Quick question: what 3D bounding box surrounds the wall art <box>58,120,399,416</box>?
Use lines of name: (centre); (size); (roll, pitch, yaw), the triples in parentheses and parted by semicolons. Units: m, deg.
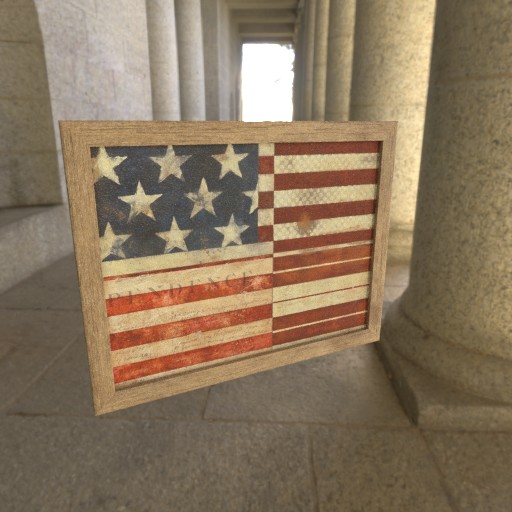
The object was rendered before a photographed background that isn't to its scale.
wall art: (0.000, 0.000, 0.918); (0.690, 0.535, 0.026); (-8, 18, -25)
